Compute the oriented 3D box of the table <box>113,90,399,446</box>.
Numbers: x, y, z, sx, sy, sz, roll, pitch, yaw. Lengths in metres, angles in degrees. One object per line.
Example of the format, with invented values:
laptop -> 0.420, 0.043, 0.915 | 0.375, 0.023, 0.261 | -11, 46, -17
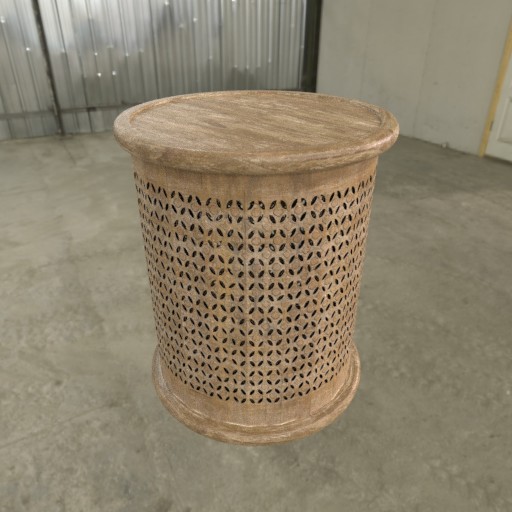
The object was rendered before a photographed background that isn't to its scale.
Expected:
table -> 0.000, 0.000, 0.769 | 0.407, 0.482, 0.407 | 0, 30, 0
